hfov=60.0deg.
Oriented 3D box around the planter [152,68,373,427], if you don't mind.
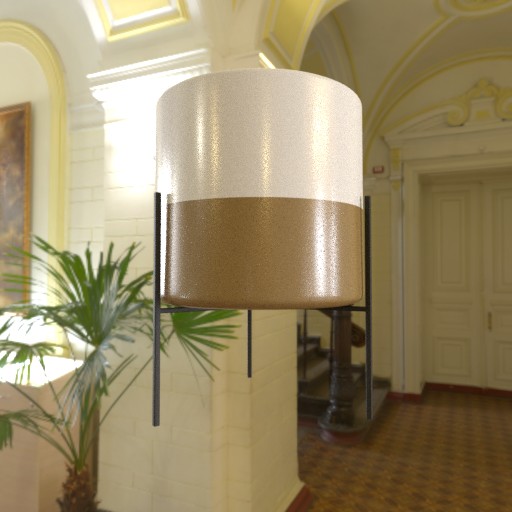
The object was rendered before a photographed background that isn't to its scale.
[{"bbox_3d":[0.000,0.000,0.658,0.310,0.432,0.310,1,-2,-20],"label":"planter"}]
